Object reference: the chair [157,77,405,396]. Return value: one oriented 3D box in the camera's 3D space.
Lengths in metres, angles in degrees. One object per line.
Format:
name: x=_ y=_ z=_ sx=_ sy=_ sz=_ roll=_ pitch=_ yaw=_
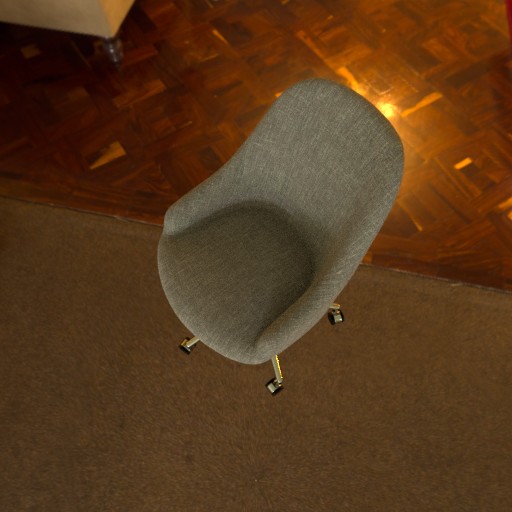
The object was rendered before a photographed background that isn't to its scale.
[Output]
chair: x=0.000 y=0.000 z=1.451 sx=0.712 sy=0.950 sz=0.671 roll=-34 pitch=68 yaw=-16
